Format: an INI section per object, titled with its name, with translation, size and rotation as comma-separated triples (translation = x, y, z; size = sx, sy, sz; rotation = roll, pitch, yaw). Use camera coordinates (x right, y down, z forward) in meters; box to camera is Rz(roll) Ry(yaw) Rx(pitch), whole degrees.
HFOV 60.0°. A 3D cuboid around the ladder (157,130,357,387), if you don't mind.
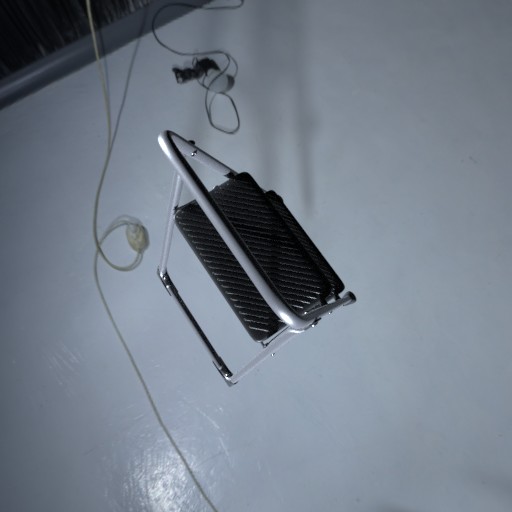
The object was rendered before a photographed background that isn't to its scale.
[ladder]
translation = 0.000, 0.000, 1.033
size = 0.472, 0.720, 0.430
rotation = -33, 78, -8
